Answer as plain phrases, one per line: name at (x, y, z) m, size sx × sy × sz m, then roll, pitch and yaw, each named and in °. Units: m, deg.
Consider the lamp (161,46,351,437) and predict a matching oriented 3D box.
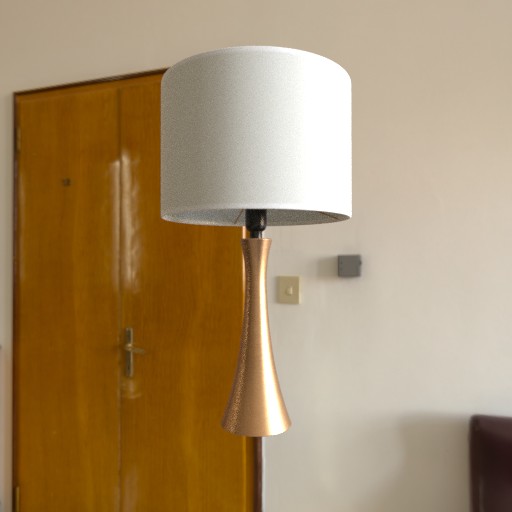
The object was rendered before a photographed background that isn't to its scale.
lamp at (0.000, 0.000, 0.638) m, size 0.268 × 0.479 × 0.268 m, roll 0°, pitch -1°, yaw -16°
